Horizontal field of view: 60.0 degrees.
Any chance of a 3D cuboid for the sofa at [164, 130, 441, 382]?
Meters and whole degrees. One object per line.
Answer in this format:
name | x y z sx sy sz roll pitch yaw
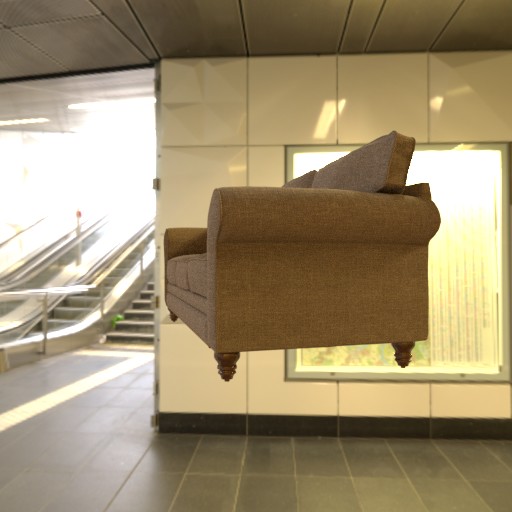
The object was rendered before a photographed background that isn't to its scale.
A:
sofa | 0.000 0.000 2.593 0.916 0.961 2.084 0 -1 -17
